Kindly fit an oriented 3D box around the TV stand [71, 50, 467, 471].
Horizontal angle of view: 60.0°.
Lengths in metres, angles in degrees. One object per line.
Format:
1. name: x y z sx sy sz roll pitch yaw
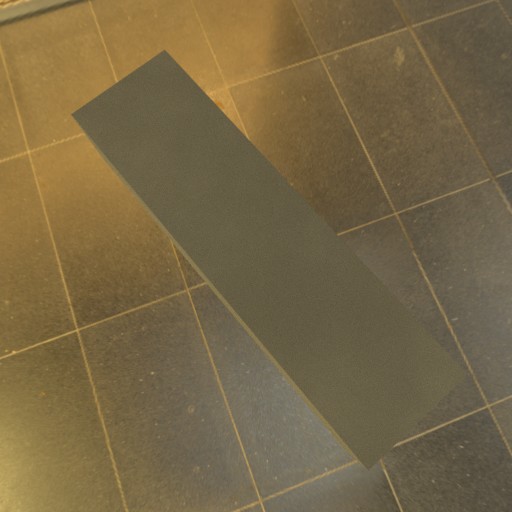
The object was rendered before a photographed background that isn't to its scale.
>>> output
1. TV stand: 0.000 0.000 1.618 0.400 0.560 1.400 -39 79 -9
